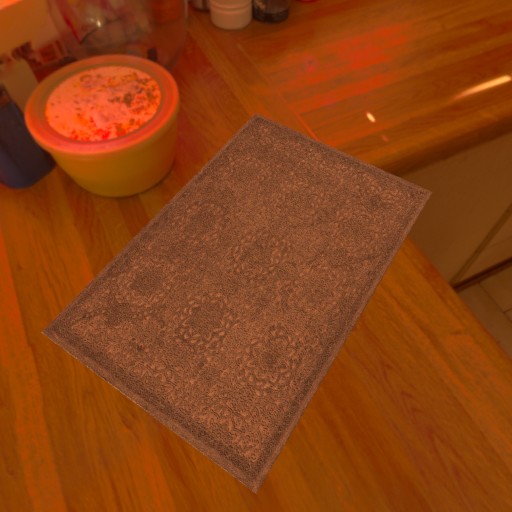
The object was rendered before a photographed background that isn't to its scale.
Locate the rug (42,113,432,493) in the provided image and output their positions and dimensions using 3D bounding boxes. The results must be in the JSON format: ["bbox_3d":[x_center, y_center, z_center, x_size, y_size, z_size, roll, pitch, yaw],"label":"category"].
[{"bbox_3d":[0.000,0.000,2.307,1.208,0.012,1.819,29,63,17],"label":"rug"}]
